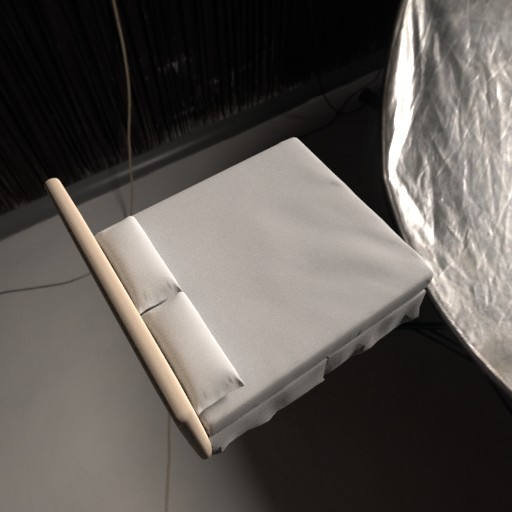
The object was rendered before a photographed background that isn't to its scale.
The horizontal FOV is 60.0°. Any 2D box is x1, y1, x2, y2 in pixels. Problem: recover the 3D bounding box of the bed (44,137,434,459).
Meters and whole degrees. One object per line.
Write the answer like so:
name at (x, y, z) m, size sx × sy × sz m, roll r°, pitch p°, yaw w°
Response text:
bed at (0.000, 0.000, 3.322) m, size 2.142 × 1.330 × 1.884 m, roll -30°, pitch 63°, yaw -17°
